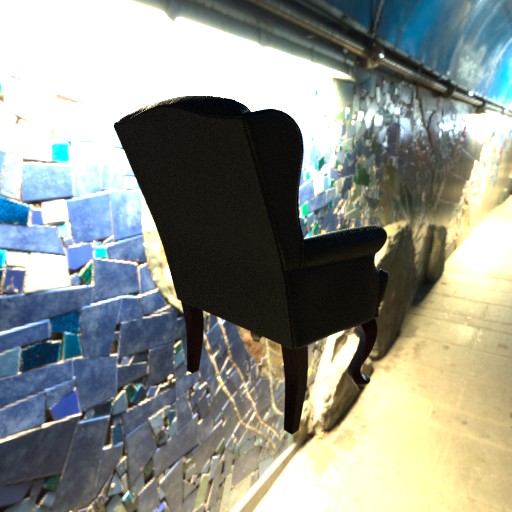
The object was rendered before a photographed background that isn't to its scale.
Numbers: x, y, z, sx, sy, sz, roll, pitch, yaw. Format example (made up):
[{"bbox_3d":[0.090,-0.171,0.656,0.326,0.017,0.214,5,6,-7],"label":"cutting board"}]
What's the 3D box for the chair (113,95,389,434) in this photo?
[{"bbox_3d":[0.000,0.000,1.679,0.762,1.111,0.838,-14,20,-42],"label":"chair"}]
